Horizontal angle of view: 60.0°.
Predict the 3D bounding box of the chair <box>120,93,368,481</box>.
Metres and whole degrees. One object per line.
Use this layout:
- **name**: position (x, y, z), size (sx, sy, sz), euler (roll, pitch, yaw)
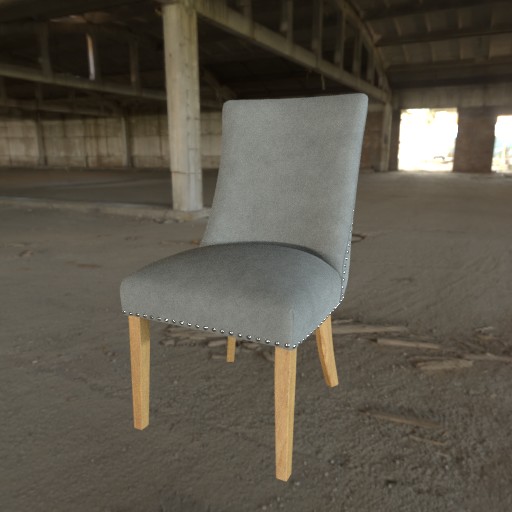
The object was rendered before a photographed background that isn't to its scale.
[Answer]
- **chair**: position (0.000, 0.000, 1.258), size (0.495, 0.902, 0.610), euler (7, 15, 26)
